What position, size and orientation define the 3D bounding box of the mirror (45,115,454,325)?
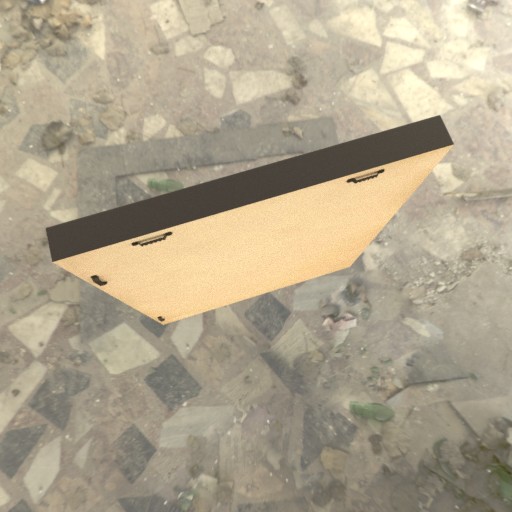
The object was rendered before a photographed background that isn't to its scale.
[{"bbox_3d":[0.000,0.000,0.675,0.406,0.509,0.041,-17,75,-5],"label":"mirror"}]
